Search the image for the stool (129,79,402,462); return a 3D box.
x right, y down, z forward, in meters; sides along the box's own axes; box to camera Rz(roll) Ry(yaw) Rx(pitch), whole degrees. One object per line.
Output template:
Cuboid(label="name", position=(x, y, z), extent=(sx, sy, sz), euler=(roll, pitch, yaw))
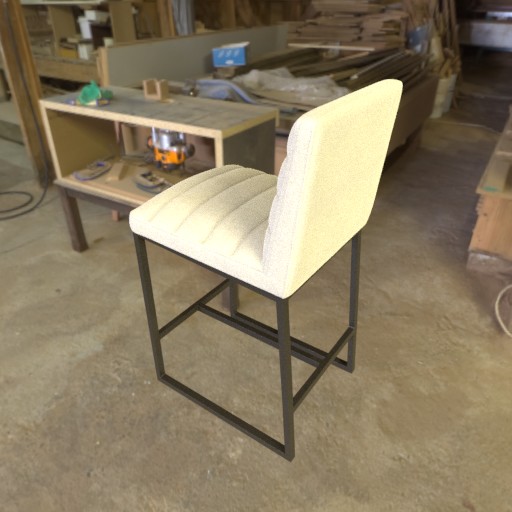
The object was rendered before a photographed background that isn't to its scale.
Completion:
Cuboid(label="stool", position=(0.000, 0.000, 1.290), extent=(0.567, 0.971, 0.459), euler=(20, 37, 29))
